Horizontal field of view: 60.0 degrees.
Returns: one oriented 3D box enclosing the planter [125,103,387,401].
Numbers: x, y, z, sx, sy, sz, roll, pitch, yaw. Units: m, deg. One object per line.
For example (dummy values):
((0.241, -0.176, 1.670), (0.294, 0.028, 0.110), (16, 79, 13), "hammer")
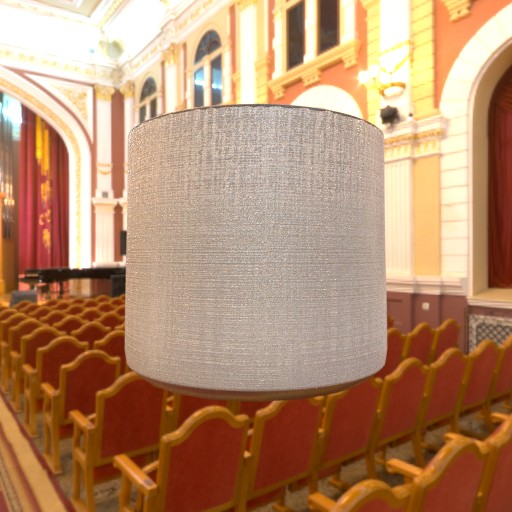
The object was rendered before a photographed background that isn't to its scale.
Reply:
((0.000, 0.000, 0.221), (0.125, 0.112, 0.125), (0, 0, 0), "planter")
